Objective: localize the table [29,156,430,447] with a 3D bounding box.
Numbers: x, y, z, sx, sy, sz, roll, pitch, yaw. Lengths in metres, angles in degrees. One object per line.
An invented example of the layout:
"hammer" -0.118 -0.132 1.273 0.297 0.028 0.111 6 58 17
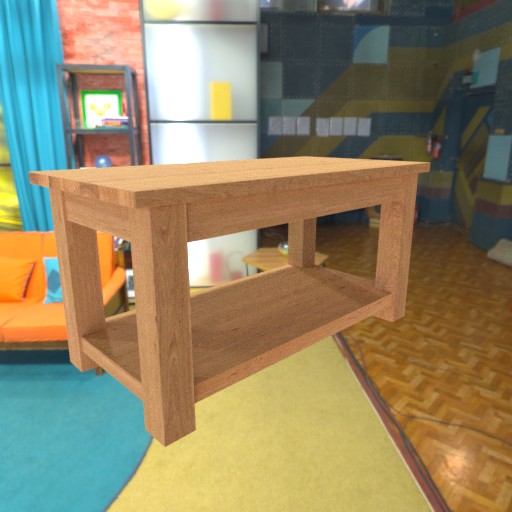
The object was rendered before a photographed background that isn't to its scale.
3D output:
"table" 0.000 0.000 1.139 0.899 0.452 0.450 -14 21 -42
